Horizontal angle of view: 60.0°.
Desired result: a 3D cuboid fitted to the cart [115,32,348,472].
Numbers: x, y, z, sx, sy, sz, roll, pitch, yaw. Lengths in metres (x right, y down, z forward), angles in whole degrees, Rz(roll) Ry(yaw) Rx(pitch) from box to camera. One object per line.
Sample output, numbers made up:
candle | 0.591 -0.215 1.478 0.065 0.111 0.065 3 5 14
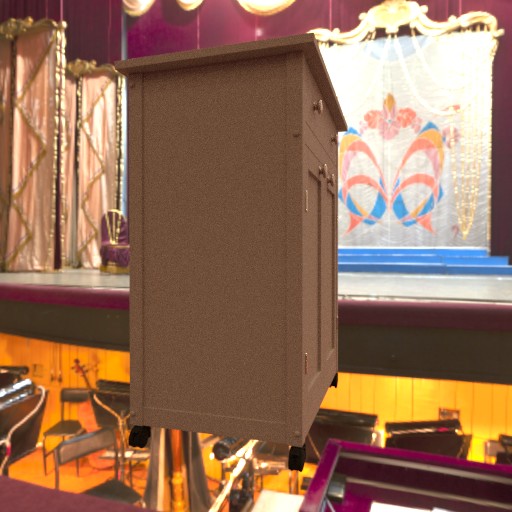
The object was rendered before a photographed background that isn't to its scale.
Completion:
cart | 0.000 0.000 1.243 0.442 0.864 0.683 0 1 17
